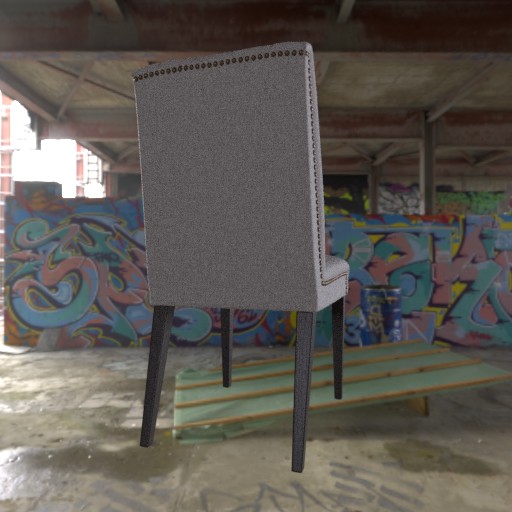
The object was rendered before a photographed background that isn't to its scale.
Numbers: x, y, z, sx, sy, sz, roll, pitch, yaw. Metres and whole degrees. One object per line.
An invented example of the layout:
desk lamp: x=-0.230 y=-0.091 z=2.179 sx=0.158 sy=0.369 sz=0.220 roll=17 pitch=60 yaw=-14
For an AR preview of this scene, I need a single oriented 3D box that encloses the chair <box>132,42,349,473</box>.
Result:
chair: x=0.000 y=0.000 z=1.390 sx=0.511 sy=1.016 sz=0.647 roll=0 pitch=0 yaw=19
